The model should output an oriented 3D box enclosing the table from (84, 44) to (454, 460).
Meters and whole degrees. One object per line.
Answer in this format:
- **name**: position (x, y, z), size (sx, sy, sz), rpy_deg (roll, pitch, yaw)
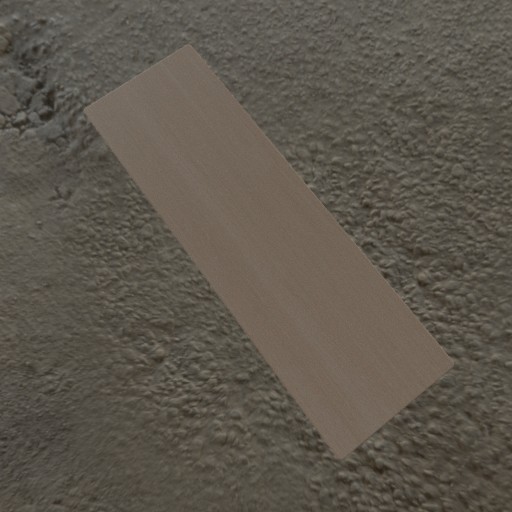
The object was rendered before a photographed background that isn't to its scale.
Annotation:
- **table**: position (0.000, 0.000, 1.788), size (0.447, 0.750, 1.397), rpy_deg (-36, 79, -8)
